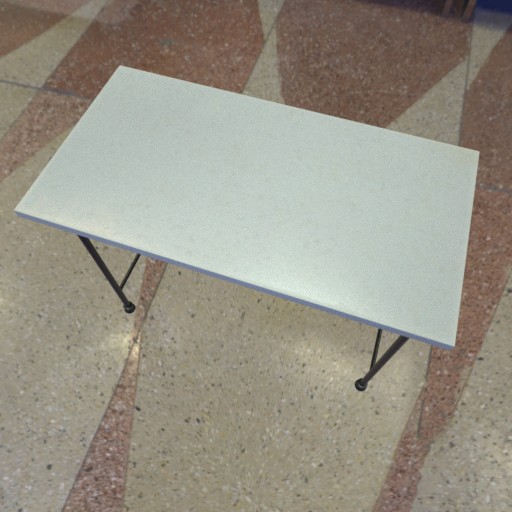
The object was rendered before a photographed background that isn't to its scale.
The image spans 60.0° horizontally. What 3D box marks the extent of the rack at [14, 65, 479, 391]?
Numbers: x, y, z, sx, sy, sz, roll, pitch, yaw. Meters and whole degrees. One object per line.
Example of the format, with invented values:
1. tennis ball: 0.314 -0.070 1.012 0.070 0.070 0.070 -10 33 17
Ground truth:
1. rack: 0.000 0.000 1.616 1.159 0.880 0.613 17 62 9
